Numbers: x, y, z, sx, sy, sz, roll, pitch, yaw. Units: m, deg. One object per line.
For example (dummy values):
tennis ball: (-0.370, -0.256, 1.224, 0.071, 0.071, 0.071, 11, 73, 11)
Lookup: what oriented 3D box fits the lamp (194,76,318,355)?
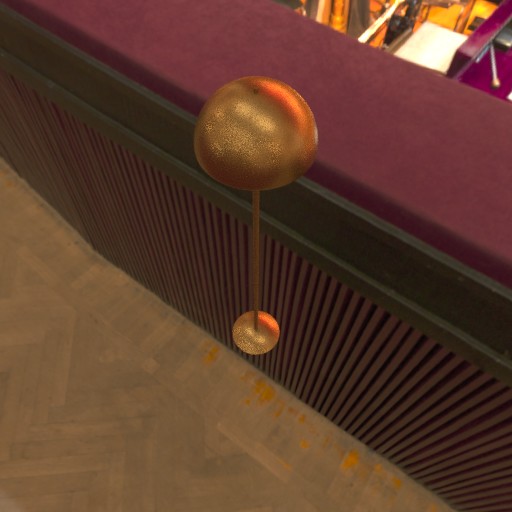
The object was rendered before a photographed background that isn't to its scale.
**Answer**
lamp: (0.000, 0.000, 1.656, 0.328, 1.480, 0.328, 33, 64, 19)
